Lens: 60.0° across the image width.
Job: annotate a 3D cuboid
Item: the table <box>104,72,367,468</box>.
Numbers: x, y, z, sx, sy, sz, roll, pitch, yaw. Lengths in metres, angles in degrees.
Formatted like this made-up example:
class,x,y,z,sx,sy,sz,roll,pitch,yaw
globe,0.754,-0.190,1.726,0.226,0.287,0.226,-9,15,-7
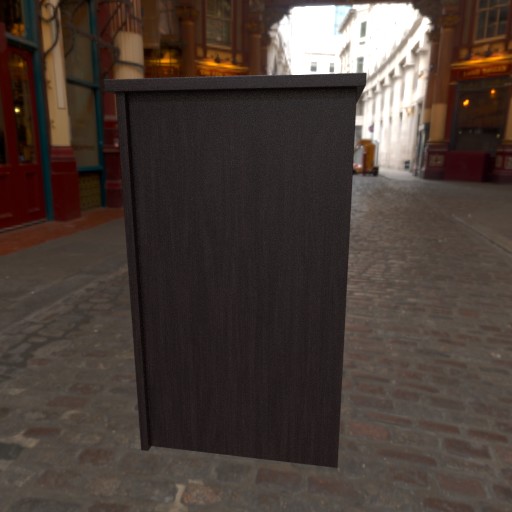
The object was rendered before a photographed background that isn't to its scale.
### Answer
class,x,y,z,sx,sy,sz,roll,pitch,yaw
table,0.000,0.000,0.925,0.381,0.635,0.480,2,14,9
